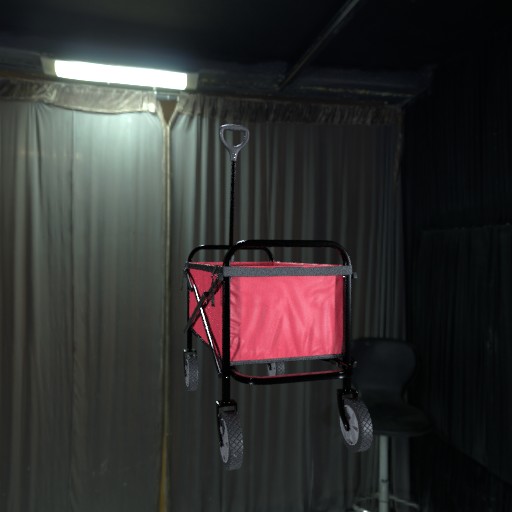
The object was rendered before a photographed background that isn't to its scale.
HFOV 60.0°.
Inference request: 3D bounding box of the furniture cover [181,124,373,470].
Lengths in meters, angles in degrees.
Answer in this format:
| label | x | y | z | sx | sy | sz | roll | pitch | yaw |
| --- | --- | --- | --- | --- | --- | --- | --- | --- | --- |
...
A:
| label | x | y | z | sx | sy | sz | roll | pitch | yaw |
| --- | --- | --- | --- | --- | --- | --- | --- | --- | --- |
| furniture cover | 0.000 | 0.000 | 1.839 | 0.532 | 1.295 | 1.038 | 0 | 0 | -17 |
